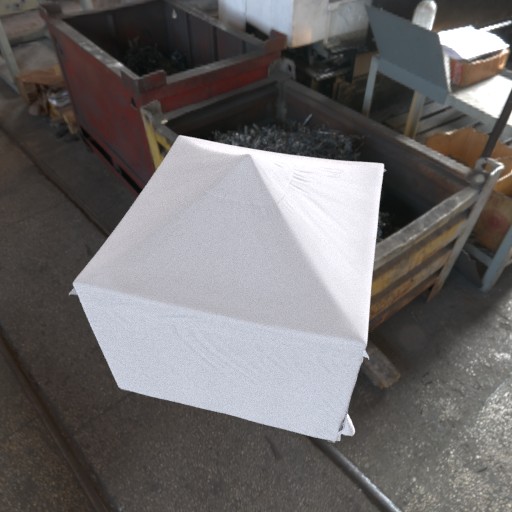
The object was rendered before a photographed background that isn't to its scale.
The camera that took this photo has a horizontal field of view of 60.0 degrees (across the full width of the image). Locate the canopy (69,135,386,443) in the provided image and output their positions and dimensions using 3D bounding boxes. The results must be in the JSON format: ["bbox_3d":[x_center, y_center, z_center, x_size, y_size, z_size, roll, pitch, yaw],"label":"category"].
[{"bbox_3d":[0.000,0.000,5.626,3.121,2.997,3.043,10,47,10],"label":"canopy"}]
